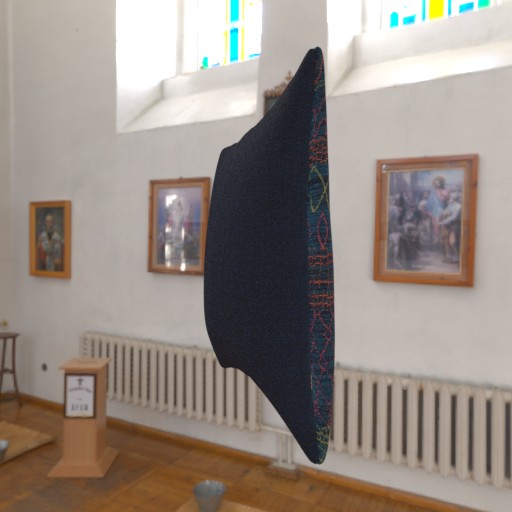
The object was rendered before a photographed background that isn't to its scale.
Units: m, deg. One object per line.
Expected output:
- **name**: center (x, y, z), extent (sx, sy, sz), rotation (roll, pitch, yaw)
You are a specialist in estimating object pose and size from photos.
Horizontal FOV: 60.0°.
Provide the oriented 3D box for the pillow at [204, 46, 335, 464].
- **pillow**: center (0.000, 0.000, 0.656), extent (0.141, 0.431, 0.431), rotation (0, -1, -17)
